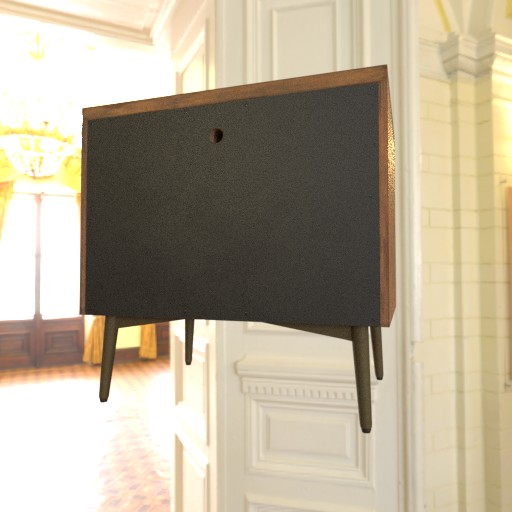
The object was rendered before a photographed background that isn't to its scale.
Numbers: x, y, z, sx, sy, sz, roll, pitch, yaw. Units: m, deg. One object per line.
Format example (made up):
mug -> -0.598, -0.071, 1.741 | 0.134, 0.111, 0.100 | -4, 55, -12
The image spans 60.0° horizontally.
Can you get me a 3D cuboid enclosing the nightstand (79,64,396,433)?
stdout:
nightstand -> 0.000, 0.000, 1.031 | 0.610, 0.610, 0.458 | -1, -2, 19
